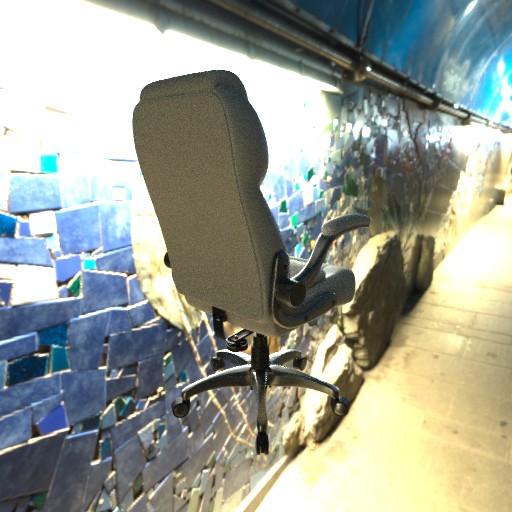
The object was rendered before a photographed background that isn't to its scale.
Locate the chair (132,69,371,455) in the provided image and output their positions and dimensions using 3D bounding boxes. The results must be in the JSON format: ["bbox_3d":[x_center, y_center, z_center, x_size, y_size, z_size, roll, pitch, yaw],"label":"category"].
[{"bbox_3d":[0.000,0.000,1.835,0.755,1.330,0.806,13,18,43],"label":"chair"}]
